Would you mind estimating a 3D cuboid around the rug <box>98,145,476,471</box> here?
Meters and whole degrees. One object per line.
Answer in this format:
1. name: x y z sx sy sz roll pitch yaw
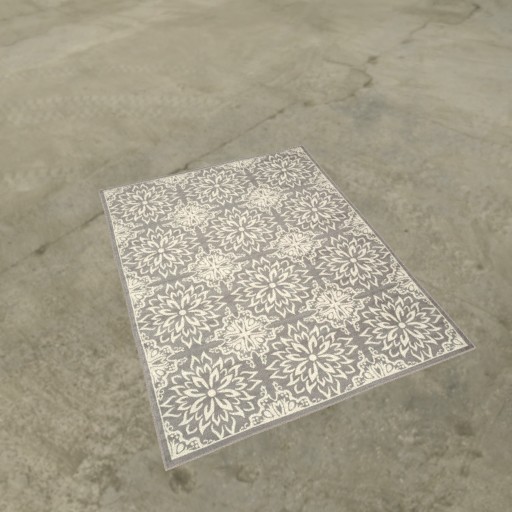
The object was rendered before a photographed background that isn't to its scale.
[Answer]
1. rug: 0.000 0.000 3.962 2.363 0.012 2.980 -16 48 -15
